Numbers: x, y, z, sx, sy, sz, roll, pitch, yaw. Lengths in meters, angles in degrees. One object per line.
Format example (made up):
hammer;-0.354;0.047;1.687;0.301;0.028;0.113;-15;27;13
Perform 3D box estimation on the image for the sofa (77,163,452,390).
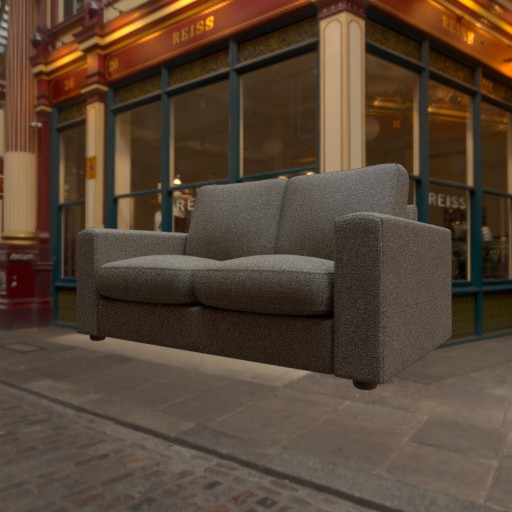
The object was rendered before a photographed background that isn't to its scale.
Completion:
sofa;0.000;0.000;2.197;1.616;0.873;1.016;0;0;35
